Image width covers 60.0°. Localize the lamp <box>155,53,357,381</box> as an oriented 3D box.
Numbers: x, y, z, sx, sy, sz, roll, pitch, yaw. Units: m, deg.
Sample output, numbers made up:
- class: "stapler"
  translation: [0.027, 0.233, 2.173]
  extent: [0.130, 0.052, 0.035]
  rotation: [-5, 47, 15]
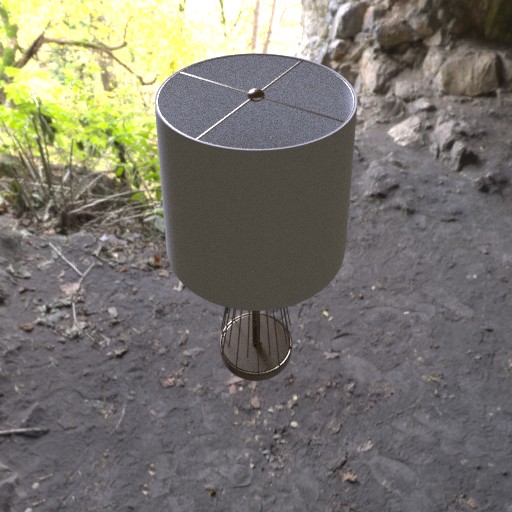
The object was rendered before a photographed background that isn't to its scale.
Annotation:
- class: "lamp"
  translation: [0.000, 0.000, 0.791]
  extent: [0.303, 0.618, 0.303]
  rotation: [0, 47, 0]
